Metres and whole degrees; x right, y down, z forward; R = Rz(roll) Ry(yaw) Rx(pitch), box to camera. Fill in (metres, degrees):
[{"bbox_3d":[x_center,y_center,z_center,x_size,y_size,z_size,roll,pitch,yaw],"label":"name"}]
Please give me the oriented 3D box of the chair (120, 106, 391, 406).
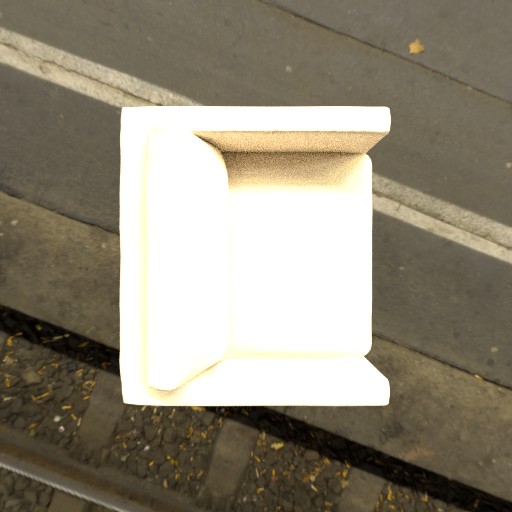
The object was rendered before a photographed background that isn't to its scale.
[{"bbox_3d":[0.000,0.000,1.781,0.947,0.851,1.057,0,91,0],"label":"chair"}]
